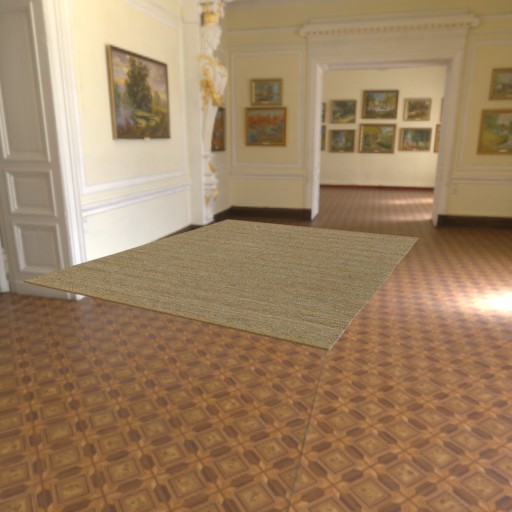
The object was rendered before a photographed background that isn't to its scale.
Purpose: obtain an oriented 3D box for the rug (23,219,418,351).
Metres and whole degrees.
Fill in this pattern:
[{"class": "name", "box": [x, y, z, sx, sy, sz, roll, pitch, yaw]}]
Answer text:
[{"class": "rug", "box": [0.000, 0.000, 4.153, 2.471, 0.012, 3.034, 8, 17, 27]}]
